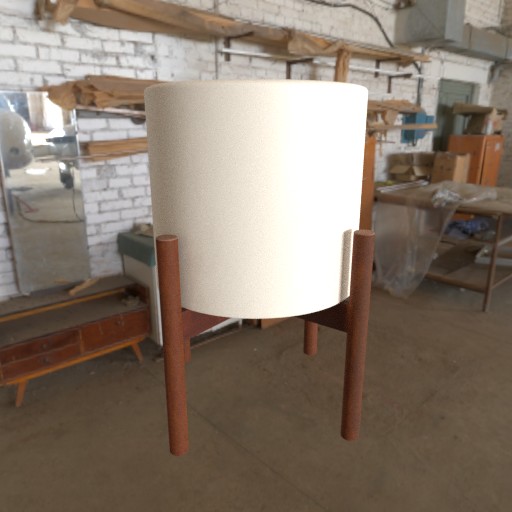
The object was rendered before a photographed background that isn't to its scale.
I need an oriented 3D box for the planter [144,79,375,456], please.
[{"bbox_3d":[0.000,0.000,0.506,0.224,0.358,0.224,-2,17,-7],"label":"planter"}]
